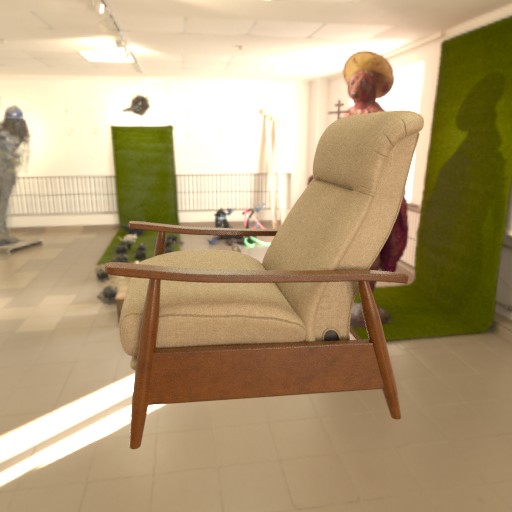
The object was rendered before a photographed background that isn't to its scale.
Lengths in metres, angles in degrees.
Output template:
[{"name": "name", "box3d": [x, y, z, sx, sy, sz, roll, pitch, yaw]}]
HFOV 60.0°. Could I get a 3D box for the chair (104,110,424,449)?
[{"name": "chair", "box3d": [0.000, 0.000, 1.750, 1.030, 1.082, 0.762, -3, 15, -10]}]
